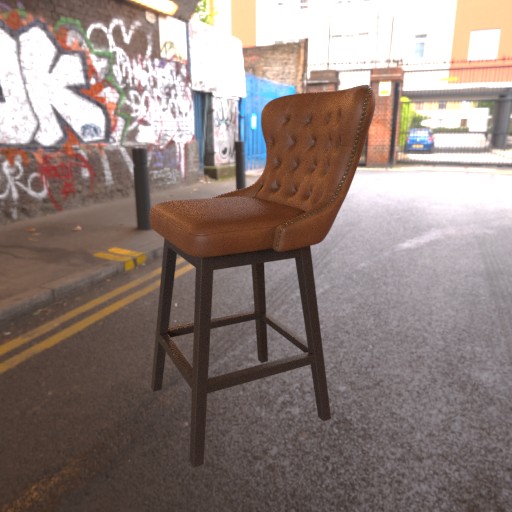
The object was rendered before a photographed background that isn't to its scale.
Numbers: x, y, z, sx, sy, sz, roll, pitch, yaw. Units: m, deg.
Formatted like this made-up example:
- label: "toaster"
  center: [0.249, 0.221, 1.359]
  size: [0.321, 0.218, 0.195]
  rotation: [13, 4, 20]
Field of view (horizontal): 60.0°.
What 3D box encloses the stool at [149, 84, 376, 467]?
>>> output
- label: "stool"
  center: [0.000, 0.000, 1.344]
  size: [0.593, 0.971, 0.528]
  rotation: [-8, 18, -26]
